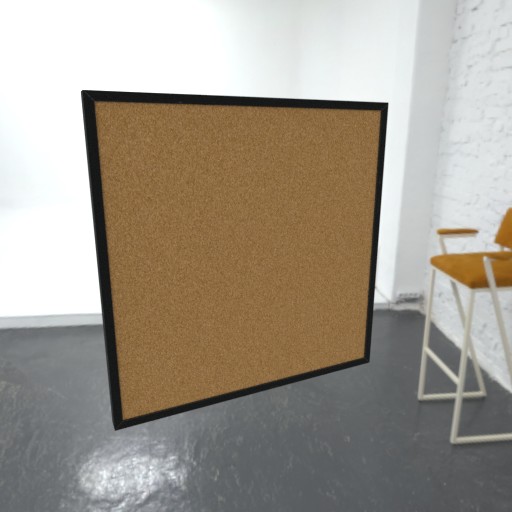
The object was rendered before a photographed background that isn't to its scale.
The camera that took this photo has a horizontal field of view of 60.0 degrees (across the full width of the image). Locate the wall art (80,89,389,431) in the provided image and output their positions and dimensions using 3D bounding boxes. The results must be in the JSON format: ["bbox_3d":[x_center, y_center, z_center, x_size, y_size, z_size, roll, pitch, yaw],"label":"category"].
[{"bbox_3d":[0.000,0.000,1.127,0.761,0.761,0.037,-7,17,-25],"label":"wall art"}]
